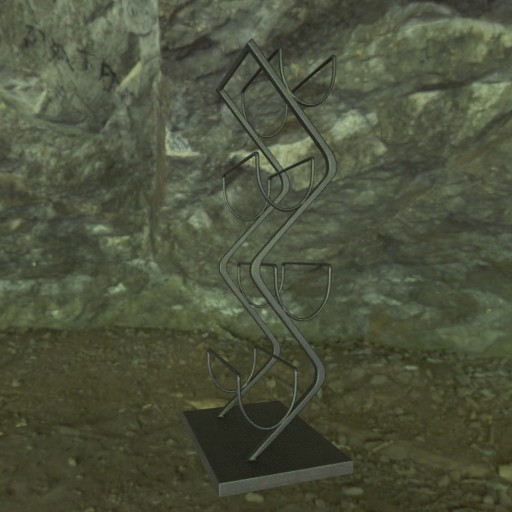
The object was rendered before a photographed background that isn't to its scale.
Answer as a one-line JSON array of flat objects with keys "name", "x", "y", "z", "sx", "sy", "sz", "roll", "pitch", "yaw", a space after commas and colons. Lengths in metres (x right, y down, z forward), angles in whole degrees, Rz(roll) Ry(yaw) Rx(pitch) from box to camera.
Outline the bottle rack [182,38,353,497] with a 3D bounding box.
[{"name": "bottle rack", "x": 0.000, "y": 0.000, "z": 0.661, "sx": 0.178, "sy": 0.559, "sz": 0.254, "roll": 0, "pitch": 0, "yaw": -19}]
